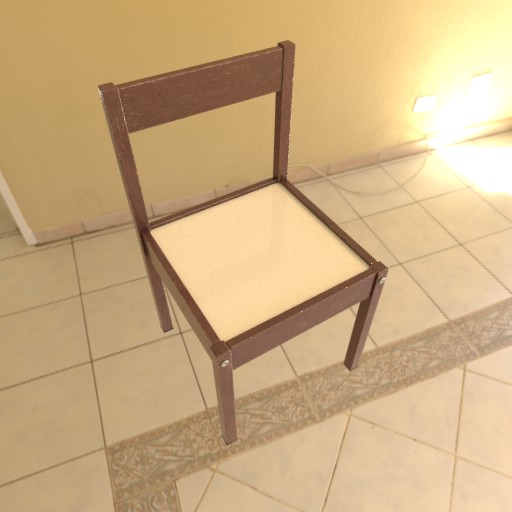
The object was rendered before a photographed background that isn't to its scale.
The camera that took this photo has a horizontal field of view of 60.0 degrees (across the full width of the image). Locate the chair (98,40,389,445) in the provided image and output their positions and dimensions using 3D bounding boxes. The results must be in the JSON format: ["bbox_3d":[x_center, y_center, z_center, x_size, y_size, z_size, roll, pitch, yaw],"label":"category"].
[{"bbox_3d":[0.000,0.000,0.691,0.285,0.505,0.285,-24,50,-21],"label":"chair"}]
